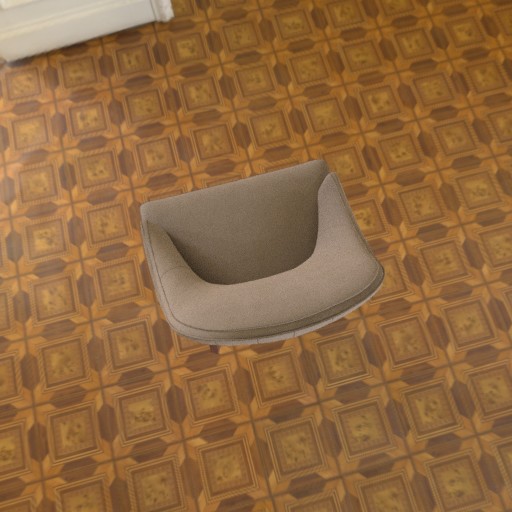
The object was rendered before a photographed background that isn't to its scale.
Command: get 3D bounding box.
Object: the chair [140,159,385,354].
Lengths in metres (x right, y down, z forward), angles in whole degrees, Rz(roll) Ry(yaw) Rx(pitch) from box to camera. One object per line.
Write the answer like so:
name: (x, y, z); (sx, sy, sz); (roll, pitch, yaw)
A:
chair: (0.000, 0.000, 1.322); (0.643, 0.889, 0.575); (-15, 74, -4)
